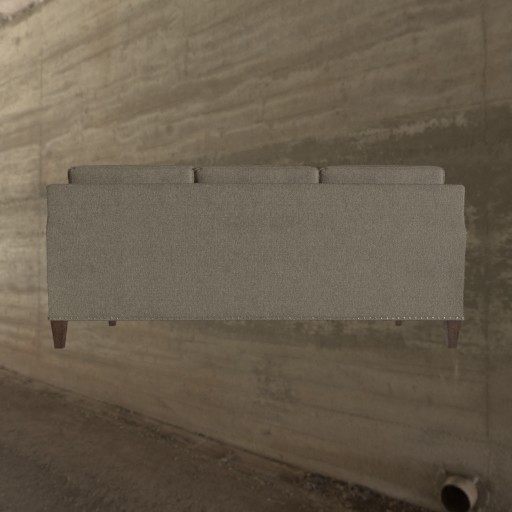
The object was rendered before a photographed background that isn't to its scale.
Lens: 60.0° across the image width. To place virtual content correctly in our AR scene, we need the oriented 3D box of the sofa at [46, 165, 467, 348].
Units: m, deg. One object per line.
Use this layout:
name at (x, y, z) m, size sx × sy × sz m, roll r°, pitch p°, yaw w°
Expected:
sofa at (0.000, 0.000, 2.798) m, size 2.246 × 1.003 × 1.084 m, roll 0°, pitch -1°, yaw 0°
